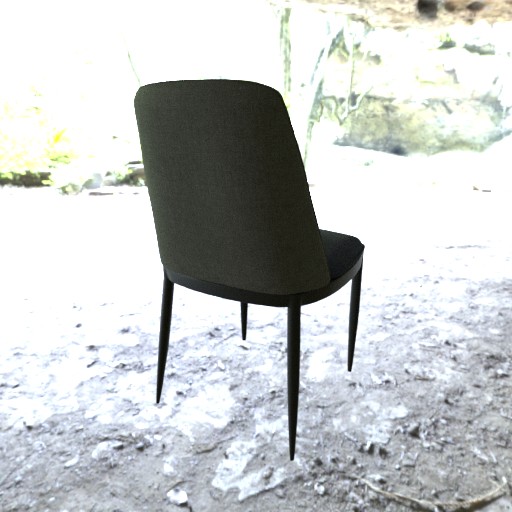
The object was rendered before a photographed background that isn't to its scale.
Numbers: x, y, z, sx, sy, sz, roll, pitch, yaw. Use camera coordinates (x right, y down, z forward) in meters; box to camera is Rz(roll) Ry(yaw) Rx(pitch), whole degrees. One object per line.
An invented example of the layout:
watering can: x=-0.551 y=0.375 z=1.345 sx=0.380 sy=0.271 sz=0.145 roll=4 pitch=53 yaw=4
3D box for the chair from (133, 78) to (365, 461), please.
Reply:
chair: x=0.000 y=0.000 z=1.191 sx=0.488 sy=0.855 sz=0.550 roll=10 pitch=21 yaw=29
